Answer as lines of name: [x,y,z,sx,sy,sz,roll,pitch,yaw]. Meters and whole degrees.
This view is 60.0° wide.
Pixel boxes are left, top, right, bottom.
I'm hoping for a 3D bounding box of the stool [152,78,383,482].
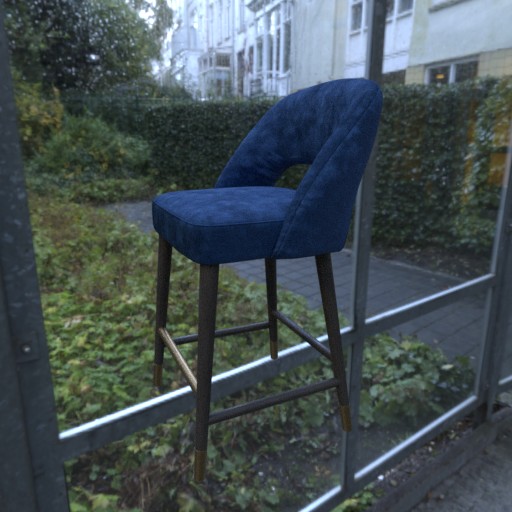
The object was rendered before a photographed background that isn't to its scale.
stool: [0.000,0.000,1.216,0.524,0.925,0.536,-7,17,-24]
